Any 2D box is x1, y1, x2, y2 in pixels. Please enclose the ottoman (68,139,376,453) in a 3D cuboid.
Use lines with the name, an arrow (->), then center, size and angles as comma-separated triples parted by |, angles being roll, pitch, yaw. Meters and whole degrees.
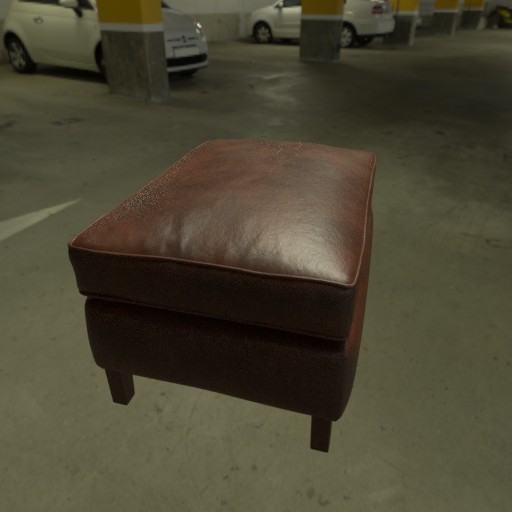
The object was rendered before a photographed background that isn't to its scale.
ottoman -> 0.000, 0.000, 0.997 | 0.501, 0.432, 0.665 | 8, 31, 14
